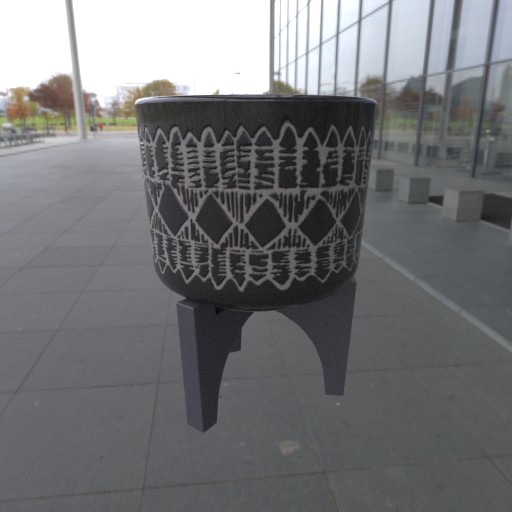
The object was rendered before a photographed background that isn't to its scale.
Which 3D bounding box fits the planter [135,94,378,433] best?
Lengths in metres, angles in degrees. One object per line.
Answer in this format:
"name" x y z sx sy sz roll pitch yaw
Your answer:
"planter" 0.000 0.000 0.268 0.129 0.177 0.129 0 17 0
